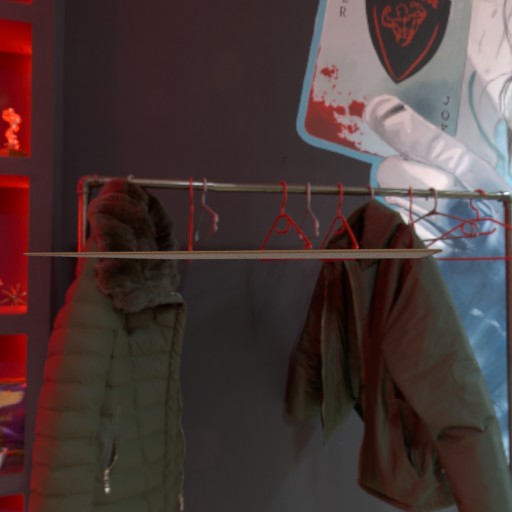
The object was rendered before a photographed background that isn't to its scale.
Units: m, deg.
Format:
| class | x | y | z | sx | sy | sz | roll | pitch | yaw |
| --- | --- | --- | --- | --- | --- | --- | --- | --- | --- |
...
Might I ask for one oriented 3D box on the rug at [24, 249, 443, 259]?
| class | x | y | z | sx | sy | sz | roll | pitch | yaw |
| --- | --- | --- | --- | --- | --- | --- | --- | --- | --- |
| rug | 0.000 | 0.000 | 4.118 | 3.041 | 0.020 | 2.413 | 0 | -1 | 18 |
